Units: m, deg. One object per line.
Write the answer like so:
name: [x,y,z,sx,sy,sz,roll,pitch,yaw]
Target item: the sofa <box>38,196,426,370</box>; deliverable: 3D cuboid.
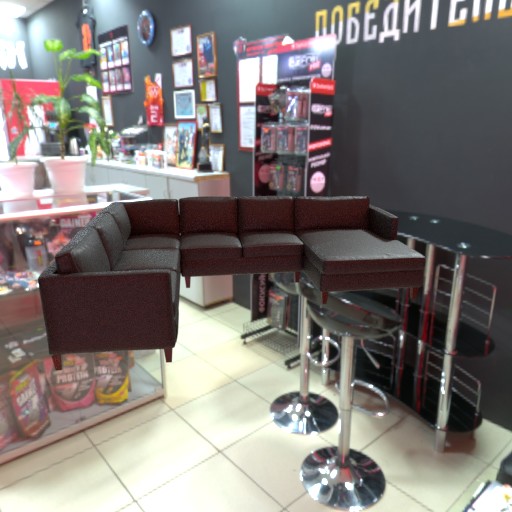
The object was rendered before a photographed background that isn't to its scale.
sofa: [0.000,0.000,4.568,3.460,0.923,2.593,-2,17,-8]
